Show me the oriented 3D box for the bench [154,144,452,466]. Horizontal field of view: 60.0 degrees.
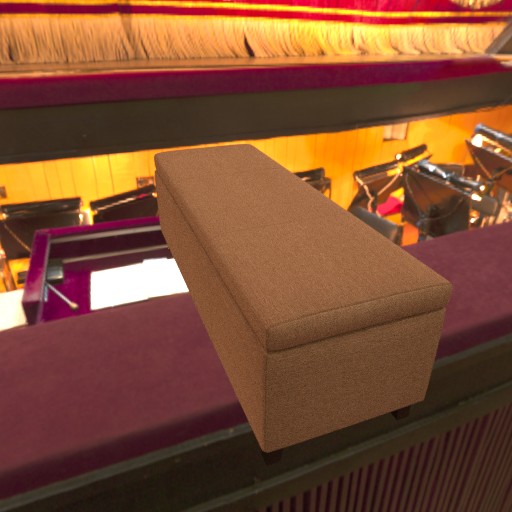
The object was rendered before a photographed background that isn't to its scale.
[{"bbox_3d":[0.000,0.000,1.486,0.446,0.438,1.269,-11,30,-18],"label":"bench"}]
